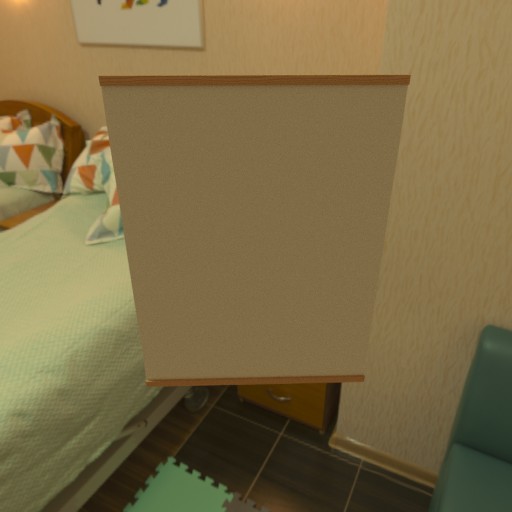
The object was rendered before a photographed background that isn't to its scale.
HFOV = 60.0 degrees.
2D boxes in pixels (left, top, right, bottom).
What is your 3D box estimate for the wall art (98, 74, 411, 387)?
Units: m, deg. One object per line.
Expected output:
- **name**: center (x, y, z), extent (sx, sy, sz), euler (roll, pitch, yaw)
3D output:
- **wall art**: center (0.000, 0.000, 0.797), extent (0.458, 0.605, 0.011), euler (-1, 28, -2)
